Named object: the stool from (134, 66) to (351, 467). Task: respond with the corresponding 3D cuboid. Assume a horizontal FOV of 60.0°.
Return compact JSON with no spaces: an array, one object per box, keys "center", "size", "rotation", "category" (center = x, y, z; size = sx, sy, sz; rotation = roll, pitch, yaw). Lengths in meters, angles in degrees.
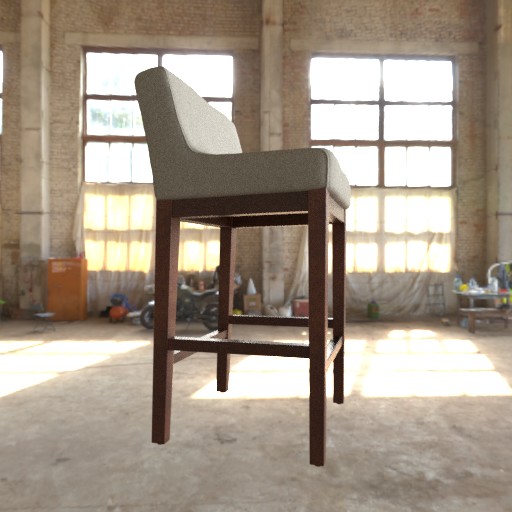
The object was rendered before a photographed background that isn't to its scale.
[{"center":[0.000,0.000,1.258],"size":[0.500,0.937,0.511],"rotation":[0,0,17],"category":"stool"}]
